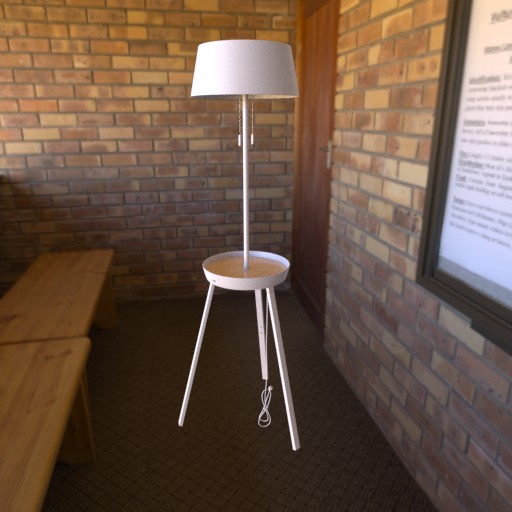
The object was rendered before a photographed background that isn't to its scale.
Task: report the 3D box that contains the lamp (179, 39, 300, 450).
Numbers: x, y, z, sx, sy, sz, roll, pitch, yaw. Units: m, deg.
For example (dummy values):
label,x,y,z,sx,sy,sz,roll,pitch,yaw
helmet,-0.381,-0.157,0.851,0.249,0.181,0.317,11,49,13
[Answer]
label,x,y,z,sx,sy,sz,roll,pitch,yaw
lamp,0.000,0.000,1.626,0.508,1.429,0.468,-16,23,-41
